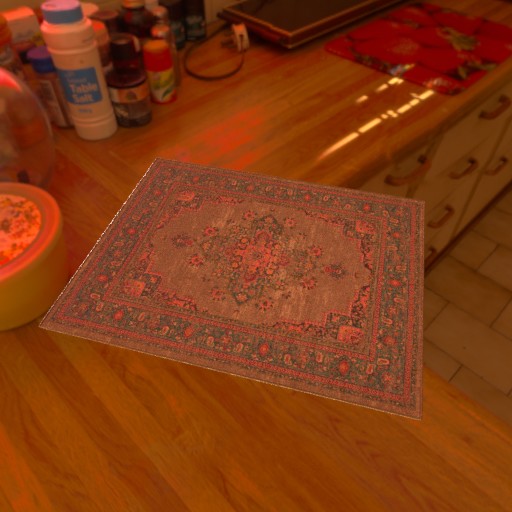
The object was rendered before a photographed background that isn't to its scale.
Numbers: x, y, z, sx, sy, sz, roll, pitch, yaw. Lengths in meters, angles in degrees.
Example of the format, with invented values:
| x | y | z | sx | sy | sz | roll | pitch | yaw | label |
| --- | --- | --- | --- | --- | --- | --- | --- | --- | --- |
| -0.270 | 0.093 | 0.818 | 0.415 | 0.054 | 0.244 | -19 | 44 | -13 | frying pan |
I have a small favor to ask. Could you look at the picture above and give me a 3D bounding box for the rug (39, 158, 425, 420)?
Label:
| x | y | z | sx | sy | sz | roll | pitch | yaw | label |
| --- | --- | --- | --- | --- | --- | --- | --- | --- | --- |
| 0.000 | 0.000 | 4.165 | 3.057 | 0.013 | 2.434 | 11 | 49 | 10 | rug |
